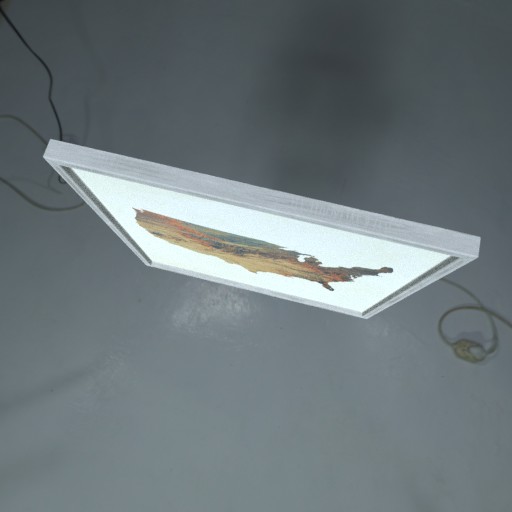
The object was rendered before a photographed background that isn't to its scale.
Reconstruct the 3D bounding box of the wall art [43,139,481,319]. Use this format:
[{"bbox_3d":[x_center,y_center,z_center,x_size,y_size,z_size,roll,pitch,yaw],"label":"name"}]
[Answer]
[{"bbox_3d":[0.000,0.000,0.446,0.303,0.303,0.015,13,75,4],"label":"wall art"}]
